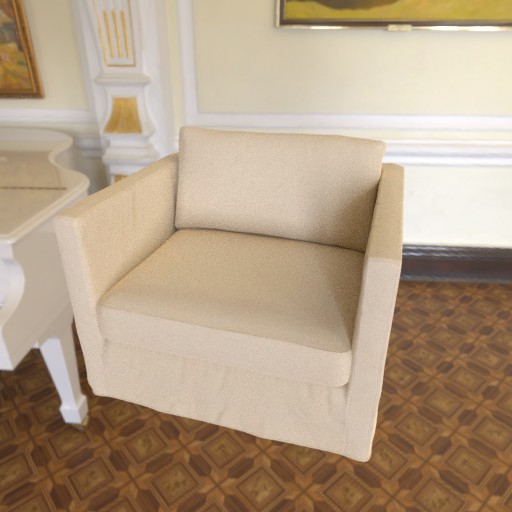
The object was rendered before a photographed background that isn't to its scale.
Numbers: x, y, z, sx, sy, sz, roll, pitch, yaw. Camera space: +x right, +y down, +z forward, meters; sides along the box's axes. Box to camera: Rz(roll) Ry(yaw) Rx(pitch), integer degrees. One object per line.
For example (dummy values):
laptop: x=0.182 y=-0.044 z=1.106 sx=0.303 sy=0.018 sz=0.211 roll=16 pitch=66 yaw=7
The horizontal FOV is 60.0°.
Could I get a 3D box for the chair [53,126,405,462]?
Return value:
chair: x=0.000 y=0.000 z=1.717 sx=1.057 sy=0.851 sz=0.947 roll=8 pitch=28 yaw=15
